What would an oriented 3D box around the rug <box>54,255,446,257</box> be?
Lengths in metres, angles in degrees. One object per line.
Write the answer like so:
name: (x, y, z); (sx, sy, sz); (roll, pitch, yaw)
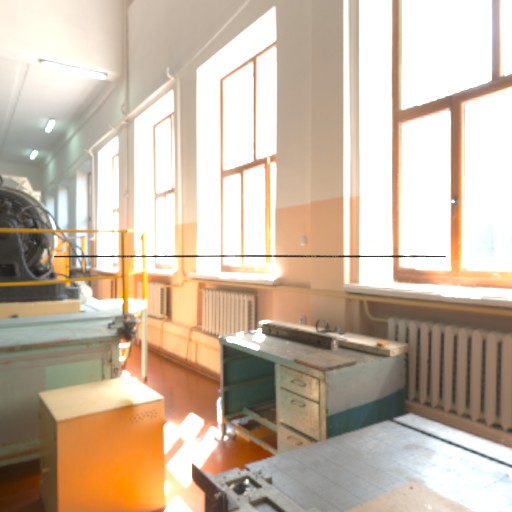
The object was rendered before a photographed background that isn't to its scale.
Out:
rug: (0.000, 0.000, 2.151); (1.153, 0.010, 1.755); (0, 0, 2)
